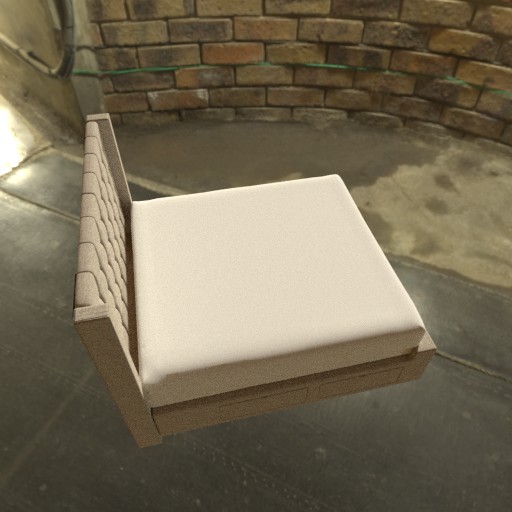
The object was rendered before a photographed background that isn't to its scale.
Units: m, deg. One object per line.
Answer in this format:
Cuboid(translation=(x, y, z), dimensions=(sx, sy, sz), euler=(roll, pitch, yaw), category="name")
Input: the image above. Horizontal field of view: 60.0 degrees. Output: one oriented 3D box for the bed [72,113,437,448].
Cuboid(translation=(0.000, 0.000, 3.680), dimensions=(2.372, 1.748, 2.044), euler=(-9, 48, -9), category="bed")
